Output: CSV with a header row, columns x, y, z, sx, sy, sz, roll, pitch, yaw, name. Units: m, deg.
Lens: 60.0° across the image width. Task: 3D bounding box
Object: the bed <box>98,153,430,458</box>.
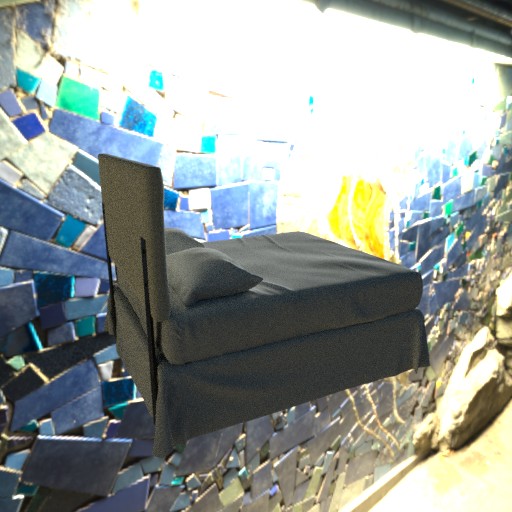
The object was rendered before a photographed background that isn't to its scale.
x,y,z,sx,sy,sz,roll,pitch,yaw,name
0.000,0.000,3.532,2.222,1.577,1.936,-8,17,-26,bed
